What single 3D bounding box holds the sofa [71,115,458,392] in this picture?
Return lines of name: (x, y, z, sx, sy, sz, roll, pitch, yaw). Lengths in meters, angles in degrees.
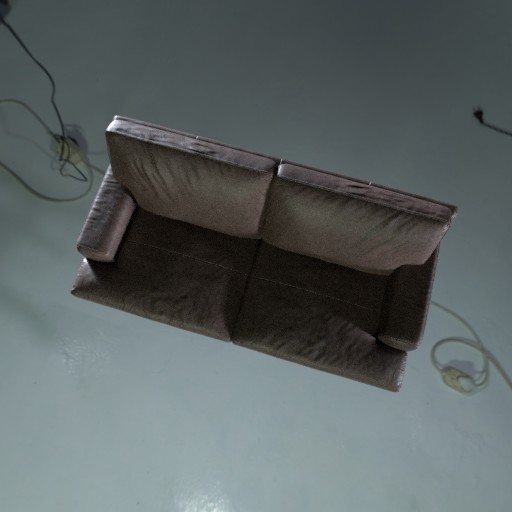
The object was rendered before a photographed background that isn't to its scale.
sofa: (0.000, 0.000, 2.845, 2.261, 0.941, 1.143, 16, 76, 4)
